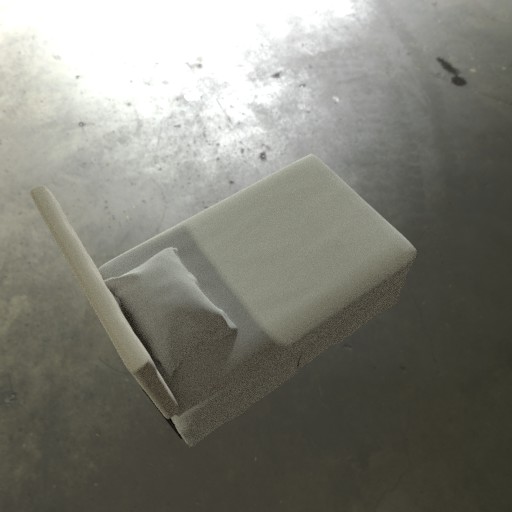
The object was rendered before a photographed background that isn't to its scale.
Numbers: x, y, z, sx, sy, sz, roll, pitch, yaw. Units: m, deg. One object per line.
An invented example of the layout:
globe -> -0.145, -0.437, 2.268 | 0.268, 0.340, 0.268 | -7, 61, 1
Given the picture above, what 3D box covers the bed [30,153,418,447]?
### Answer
bed -> 0.000, 0.000, 2.908 | 1.997, 1.571, 1.261 | -31, 63, -18
